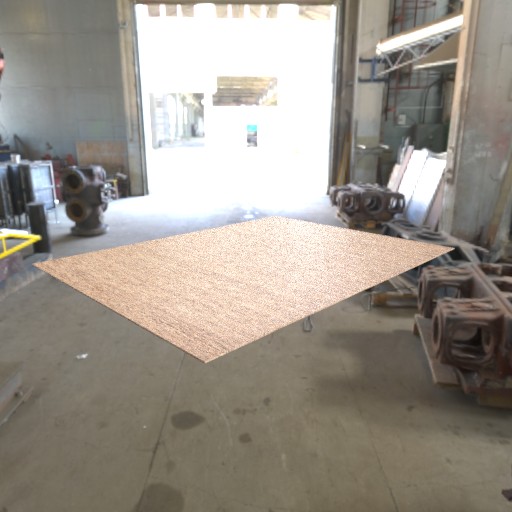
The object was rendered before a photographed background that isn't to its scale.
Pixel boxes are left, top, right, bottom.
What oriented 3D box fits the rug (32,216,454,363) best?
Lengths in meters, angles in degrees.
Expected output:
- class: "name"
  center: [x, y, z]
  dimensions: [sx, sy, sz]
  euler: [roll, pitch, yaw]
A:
- class: "rug"
  center: [0.000, 0.000, 4.200]
  dimensions: [2.448, 0.013, 3.205]
  euler: [15, 22, 43]
